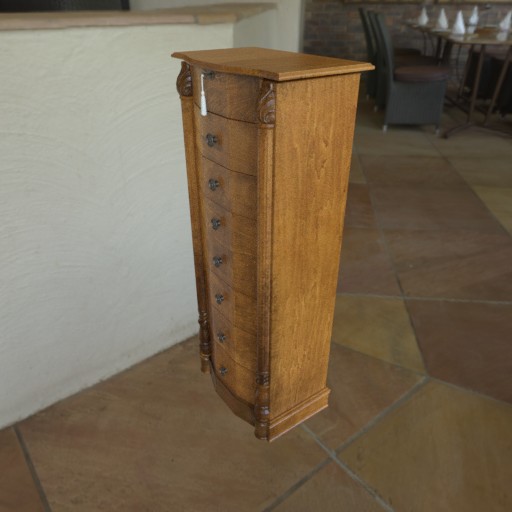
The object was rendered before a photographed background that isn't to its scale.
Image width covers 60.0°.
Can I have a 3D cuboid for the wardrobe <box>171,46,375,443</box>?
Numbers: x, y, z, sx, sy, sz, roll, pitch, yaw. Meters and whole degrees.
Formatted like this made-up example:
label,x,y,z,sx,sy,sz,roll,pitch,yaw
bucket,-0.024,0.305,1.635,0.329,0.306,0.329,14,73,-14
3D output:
label,x,y,z,sx,sy,sz,roll,pitch,yaw
wardrobe,0.000,0.000,1.168,0.273,0.959,0.406,-20,36,-30
